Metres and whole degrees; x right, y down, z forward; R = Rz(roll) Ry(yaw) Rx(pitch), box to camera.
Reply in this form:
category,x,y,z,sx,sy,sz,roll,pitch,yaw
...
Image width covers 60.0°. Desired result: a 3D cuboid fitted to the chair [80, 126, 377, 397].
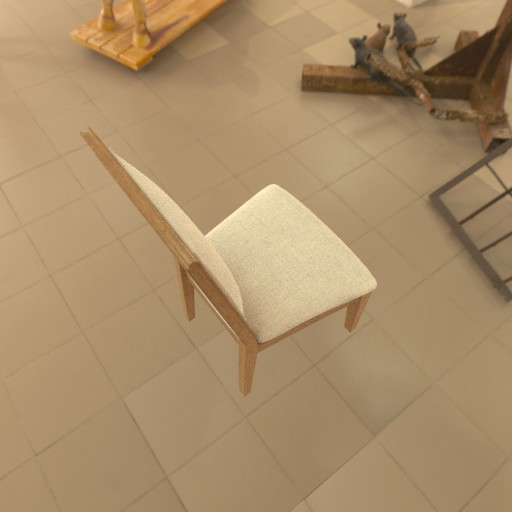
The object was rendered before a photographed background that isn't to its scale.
category,x,y,z,sx,sy,sz,roll,pitch,yaw
chair,0.000,0.000,1.331,0.601,0.988,0.536,-32,63,-19
